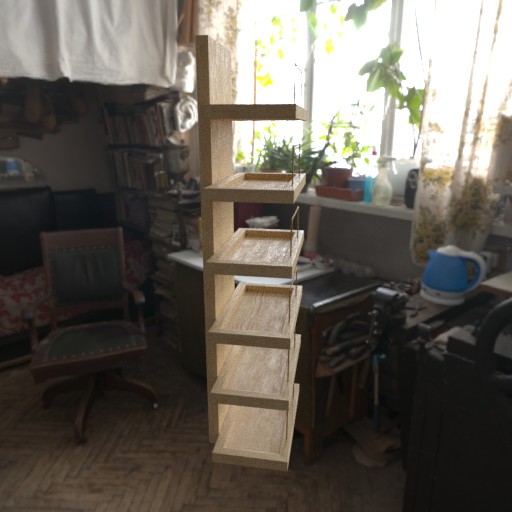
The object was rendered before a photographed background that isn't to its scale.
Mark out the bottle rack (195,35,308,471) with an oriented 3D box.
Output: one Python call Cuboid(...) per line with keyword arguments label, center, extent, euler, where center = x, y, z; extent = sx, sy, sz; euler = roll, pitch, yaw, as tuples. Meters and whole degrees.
Cuboid(label="bottle rack", center=(0.000, 0.000, 1.073), extent=(0.206, 0.943, 0.330), euler=(3, 16, 10))
